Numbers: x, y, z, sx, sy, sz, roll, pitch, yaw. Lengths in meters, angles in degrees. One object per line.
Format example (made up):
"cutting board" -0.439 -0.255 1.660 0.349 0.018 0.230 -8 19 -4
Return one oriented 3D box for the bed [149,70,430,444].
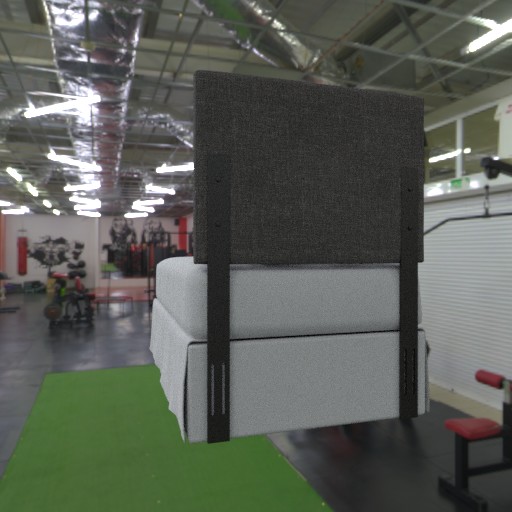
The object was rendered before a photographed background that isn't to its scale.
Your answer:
"bed" 0.000 0.000 2.943 1.261 1.571 1.997 0 0 -17
